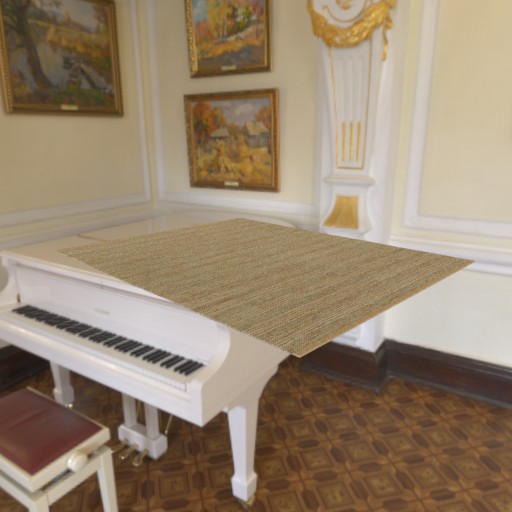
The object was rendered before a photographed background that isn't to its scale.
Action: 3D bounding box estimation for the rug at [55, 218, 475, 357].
[{"bbox_3d":[0.000,0.000,4.105,3.034,0.012,2.471,14,21,43],"label":"rug"}]
